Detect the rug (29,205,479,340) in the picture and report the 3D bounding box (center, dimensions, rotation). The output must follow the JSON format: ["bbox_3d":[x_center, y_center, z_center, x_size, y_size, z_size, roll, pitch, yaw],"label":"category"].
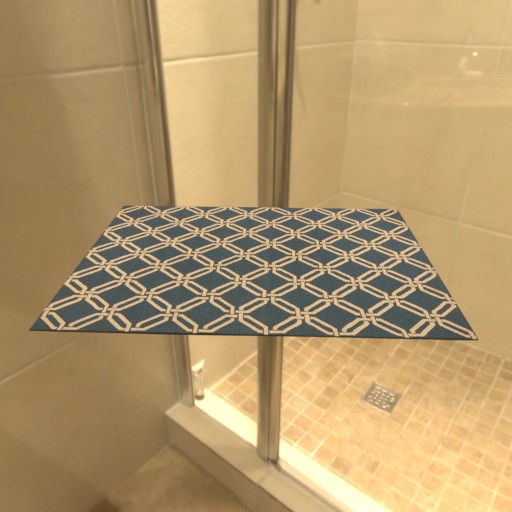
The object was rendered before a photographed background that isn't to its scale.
[{"bbox_3d":[0.000,0.000,4.348,3.342,0.018,2.432,1,29,2],"label":"rug"}]
